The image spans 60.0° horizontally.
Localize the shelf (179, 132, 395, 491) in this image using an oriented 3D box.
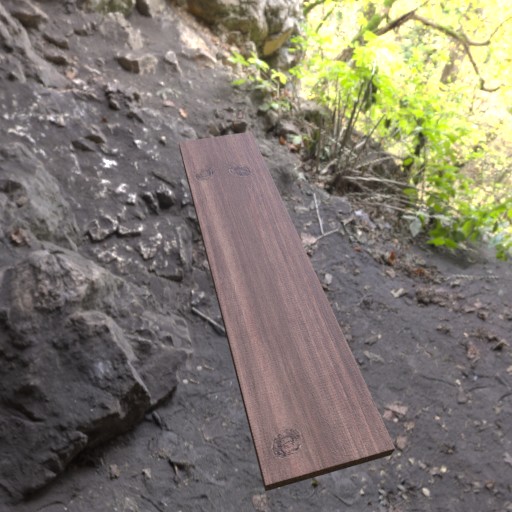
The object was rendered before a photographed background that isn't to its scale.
[{"bbox_3d":[0.000,0.000,0.652,0.140,0.020,0.610,-11,49,-10],"label":"shelf"}]
